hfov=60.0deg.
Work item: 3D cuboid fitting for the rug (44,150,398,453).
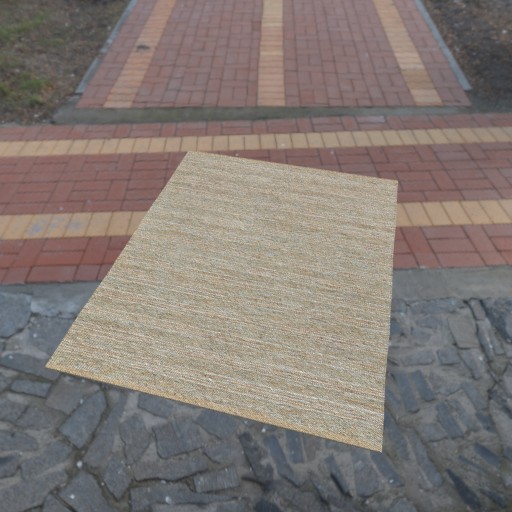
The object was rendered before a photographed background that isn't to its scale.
[{"bbox_3d":[0.000,0.000,4.096,2.471,0.012,3.034,11,47,10],"label":"rug"}]
